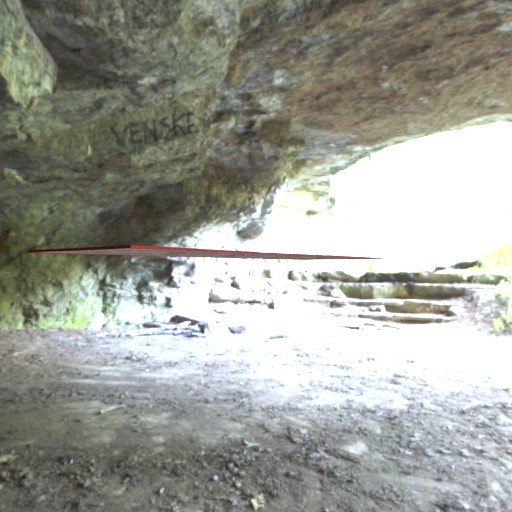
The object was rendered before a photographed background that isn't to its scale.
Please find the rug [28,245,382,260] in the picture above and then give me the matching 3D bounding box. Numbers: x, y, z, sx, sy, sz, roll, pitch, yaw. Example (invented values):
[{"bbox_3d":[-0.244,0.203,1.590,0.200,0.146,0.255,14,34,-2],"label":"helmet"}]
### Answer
[{"bbox_3d":[0.000,0.000,2.552,0.659,0.015,2.292,-1,-2,36],"label":"rug"}]
